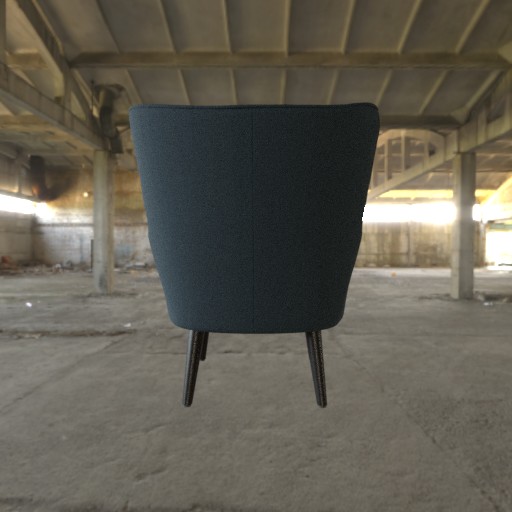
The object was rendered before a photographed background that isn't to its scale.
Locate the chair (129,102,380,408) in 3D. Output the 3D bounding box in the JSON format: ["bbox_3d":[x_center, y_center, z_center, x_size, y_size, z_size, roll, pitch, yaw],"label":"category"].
[{"bbox_3d":[0.000,0.000,1.581,0.781,0.933,0.888,0,1,1],"label":"chair"}]
